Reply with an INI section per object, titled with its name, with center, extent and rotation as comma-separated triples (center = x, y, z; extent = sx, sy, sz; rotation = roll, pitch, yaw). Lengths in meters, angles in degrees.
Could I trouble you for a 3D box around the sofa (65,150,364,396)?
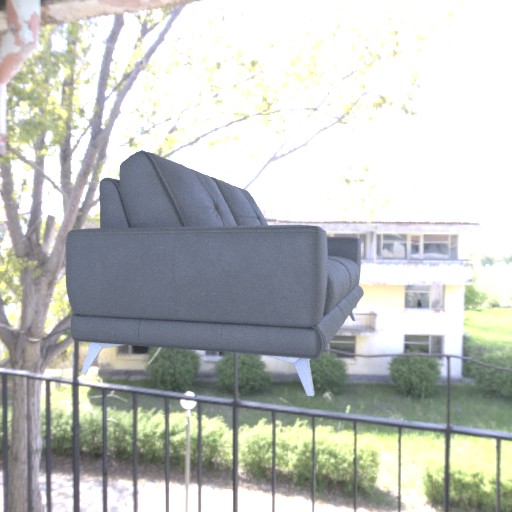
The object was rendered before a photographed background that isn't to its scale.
[sofa]
center = 0.000, 0.000, 2.386
extent = 1.018, 0.907, 1.806
rotation = 0, 1, 18
